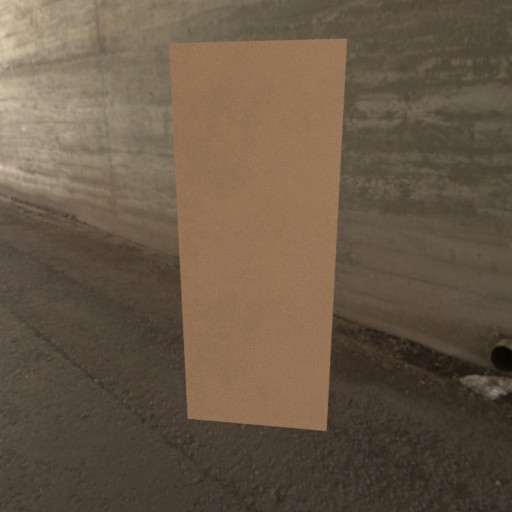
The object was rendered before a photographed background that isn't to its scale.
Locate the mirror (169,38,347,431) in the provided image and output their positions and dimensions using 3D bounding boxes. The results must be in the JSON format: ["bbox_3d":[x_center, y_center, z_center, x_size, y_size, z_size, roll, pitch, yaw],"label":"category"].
[{"bbox_3d":[0.000,0.000,2.299,0.812,2.031,0.026,2,16,8],"label":"mirror"}]
